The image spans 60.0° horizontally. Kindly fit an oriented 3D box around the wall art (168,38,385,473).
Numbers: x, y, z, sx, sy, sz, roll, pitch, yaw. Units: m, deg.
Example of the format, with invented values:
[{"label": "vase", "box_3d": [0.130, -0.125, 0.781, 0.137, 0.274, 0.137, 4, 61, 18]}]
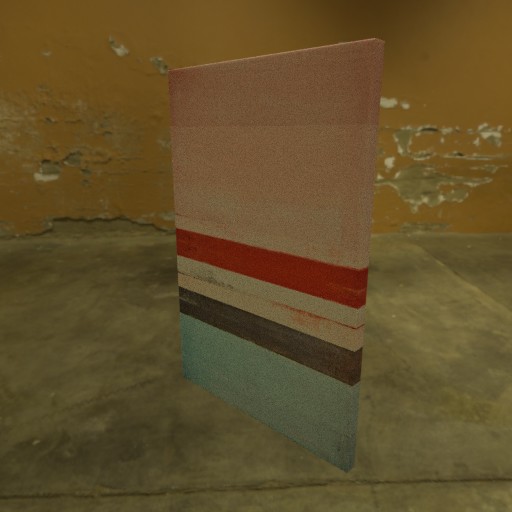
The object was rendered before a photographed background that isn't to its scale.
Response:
[{"label": "wall art", "box_3d": [0.000, 0.000, 1.112, 0.610, 0.914, 0.038, 14, 21, 41]}]
